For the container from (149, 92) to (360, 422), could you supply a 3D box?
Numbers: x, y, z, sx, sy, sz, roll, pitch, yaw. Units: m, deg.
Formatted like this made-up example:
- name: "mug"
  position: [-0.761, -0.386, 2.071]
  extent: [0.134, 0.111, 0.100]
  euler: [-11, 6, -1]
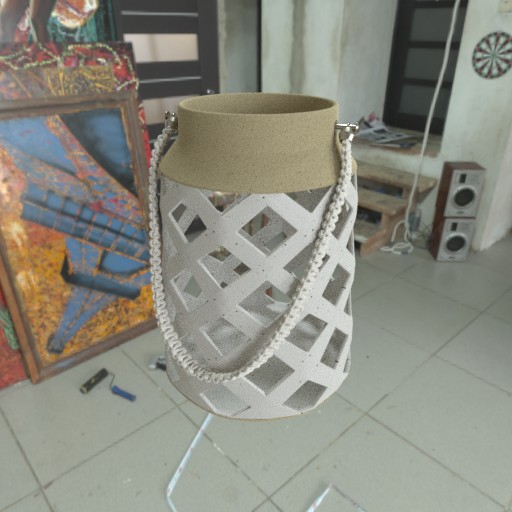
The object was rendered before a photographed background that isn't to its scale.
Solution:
- name: "container"
  position: [0.000, 0.000, 0.347]
  extent: [0.163, 0.229, 0.172]
  euler: [8, 28, 16]
